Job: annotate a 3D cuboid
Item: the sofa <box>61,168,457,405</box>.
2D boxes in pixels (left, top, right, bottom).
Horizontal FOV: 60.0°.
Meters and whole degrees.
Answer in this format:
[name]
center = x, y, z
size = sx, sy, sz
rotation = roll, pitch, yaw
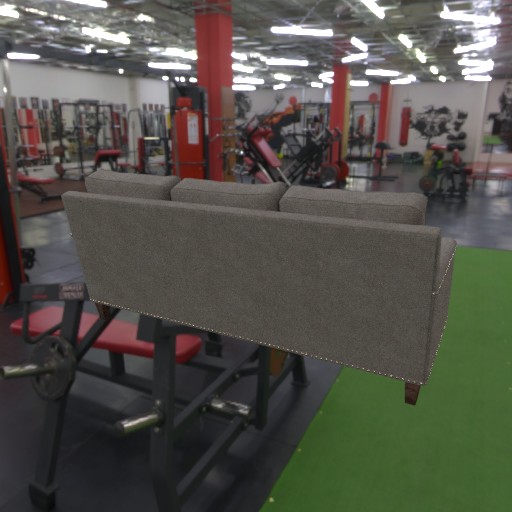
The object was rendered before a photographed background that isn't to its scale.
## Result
[sofa]
center = 0.000, 0.000, 2.777
size = 2.226, 1.042, 1.034
rotation = 9, 19, 27
